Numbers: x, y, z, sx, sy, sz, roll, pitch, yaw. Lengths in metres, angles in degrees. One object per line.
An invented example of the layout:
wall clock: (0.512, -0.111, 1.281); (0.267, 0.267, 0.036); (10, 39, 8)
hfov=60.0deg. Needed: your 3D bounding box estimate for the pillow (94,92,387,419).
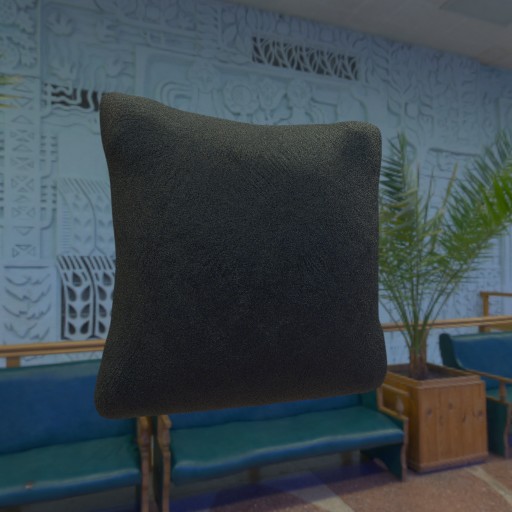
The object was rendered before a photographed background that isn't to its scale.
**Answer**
pillow: (0.000, 0.000, 0.780); (0.533, 0.523, 0.210); (0, -1, -19)
